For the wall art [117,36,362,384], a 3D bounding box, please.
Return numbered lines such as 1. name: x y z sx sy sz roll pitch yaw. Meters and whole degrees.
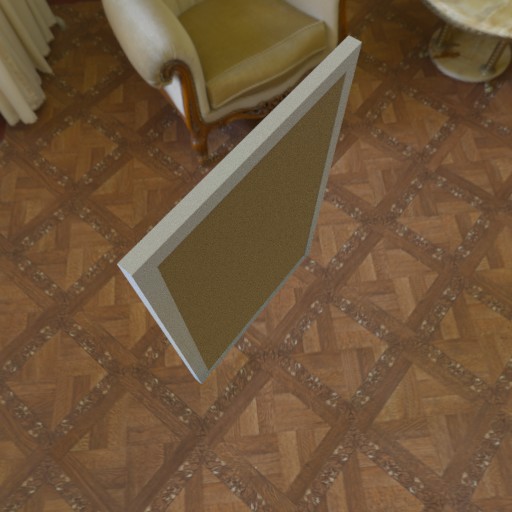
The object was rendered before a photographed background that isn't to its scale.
1. wall art: 0.000 0.000 1.440 0.038 1.143 0.764 35 69 15
